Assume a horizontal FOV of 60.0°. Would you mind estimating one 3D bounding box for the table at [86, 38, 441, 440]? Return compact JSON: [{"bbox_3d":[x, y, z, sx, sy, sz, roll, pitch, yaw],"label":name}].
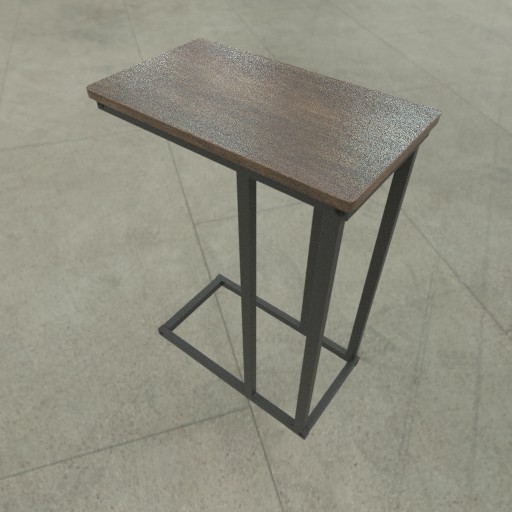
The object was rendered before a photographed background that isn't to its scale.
[{"bbox_3d":[0.000,0.000,0.856,0.450,0.637,0.254,29,52,25],"label":"table"}]
